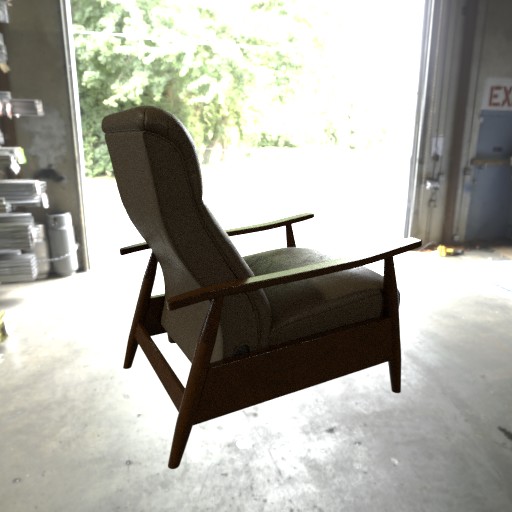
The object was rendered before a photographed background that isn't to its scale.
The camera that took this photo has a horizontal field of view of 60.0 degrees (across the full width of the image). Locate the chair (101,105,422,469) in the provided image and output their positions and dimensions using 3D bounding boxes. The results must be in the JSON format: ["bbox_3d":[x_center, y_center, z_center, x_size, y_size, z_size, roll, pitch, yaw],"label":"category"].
[{"bbox_3d":[0.000,0.000,1.766,1.014,1.082,0.762,-7,16,-26],"label":"chair"}]
